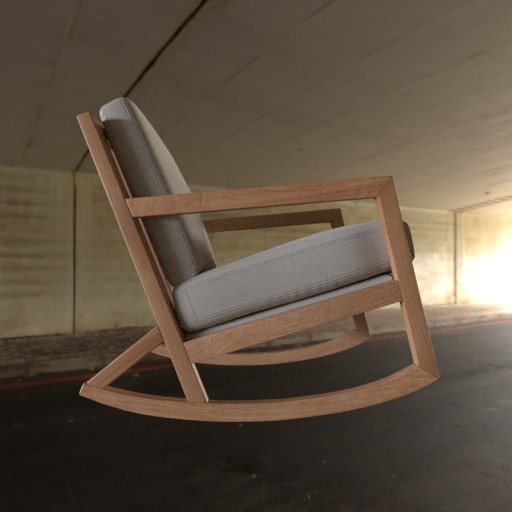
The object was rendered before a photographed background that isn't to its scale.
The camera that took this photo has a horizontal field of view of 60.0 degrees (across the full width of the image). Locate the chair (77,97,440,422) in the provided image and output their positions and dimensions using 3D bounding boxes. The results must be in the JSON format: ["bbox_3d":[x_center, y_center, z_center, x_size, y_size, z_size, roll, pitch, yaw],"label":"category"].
[{"bbox_3d":[0.000,0.000,1.355,0.857,0.790,0.622,0,-1,-1],"label":"chair"}]
